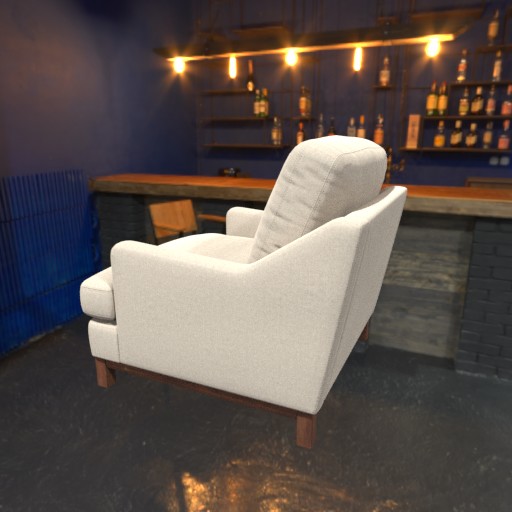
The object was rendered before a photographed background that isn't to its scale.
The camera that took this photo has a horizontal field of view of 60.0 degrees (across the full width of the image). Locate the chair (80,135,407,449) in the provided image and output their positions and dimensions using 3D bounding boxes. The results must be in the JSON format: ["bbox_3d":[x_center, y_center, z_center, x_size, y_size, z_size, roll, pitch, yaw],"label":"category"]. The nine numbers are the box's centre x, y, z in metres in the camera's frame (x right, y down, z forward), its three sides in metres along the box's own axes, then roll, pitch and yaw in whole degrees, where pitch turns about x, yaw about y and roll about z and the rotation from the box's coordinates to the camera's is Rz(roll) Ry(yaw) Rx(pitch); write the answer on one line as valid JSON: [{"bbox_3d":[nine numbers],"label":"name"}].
[{"bbox_3d":[0.000,0.000,1.745,1.001,0.916,0.912,7,17,24],"label":"chair"}]
